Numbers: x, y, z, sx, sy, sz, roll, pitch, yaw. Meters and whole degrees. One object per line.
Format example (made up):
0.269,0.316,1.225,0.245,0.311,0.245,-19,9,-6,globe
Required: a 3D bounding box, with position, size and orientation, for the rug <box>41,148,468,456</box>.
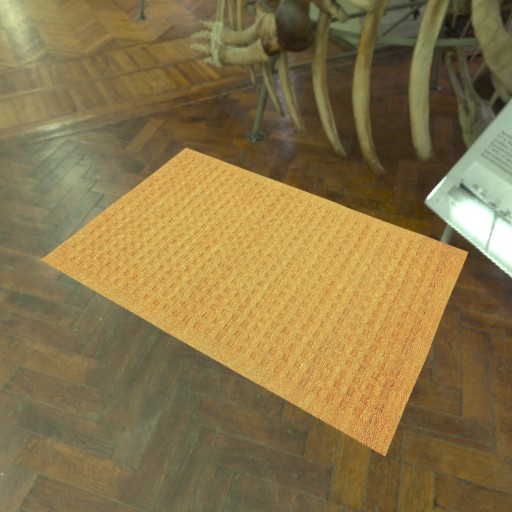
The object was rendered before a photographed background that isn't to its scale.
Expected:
0.000,0.000,2.159,1.747,0.006,1.143,24,51,21,rug
